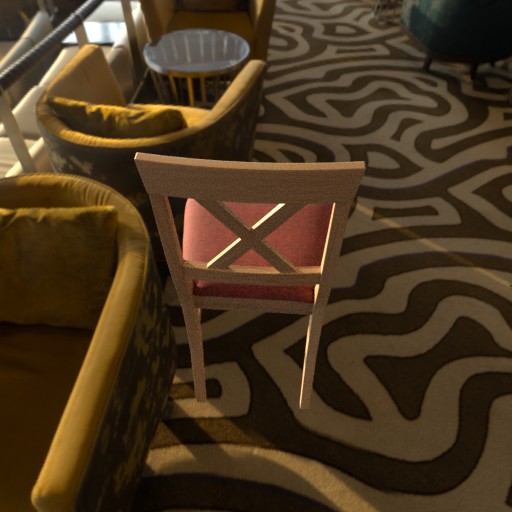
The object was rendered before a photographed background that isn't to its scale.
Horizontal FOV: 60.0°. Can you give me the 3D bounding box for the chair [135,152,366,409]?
[{"bbox_3d":[0.000,0.000,1.192,0.439,0.912,0.492,3,46,3],"label":"chair"}]
